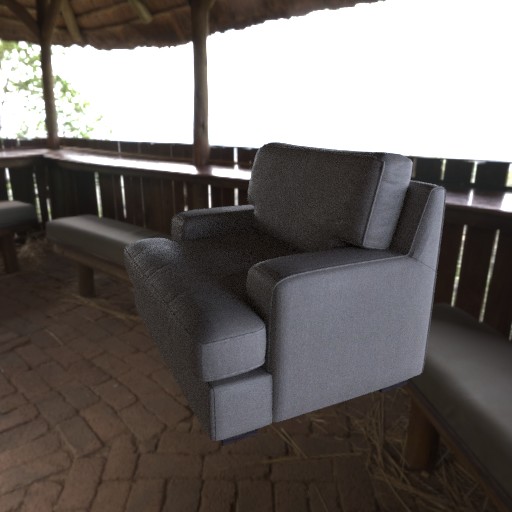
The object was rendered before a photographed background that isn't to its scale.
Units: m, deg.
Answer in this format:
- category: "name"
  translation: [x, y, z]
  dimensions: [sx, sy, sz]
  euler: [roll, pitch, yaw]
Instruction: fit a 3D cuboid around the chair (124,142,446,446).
- category: "chair"
  translation: [0.000, 0.000, 2.056]
  dimensions: [1.043, 0.974, 1.270]
  euler: [-8, 19, -25]
